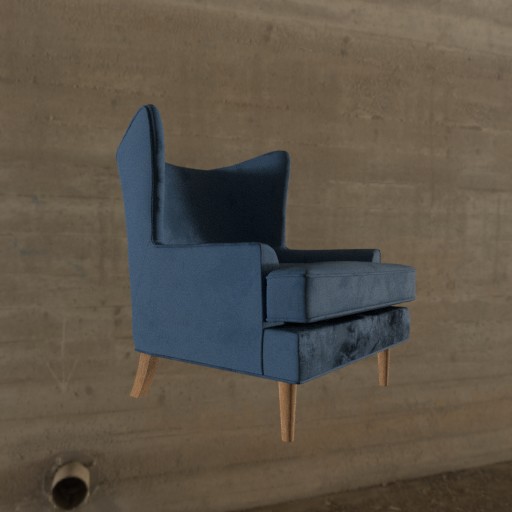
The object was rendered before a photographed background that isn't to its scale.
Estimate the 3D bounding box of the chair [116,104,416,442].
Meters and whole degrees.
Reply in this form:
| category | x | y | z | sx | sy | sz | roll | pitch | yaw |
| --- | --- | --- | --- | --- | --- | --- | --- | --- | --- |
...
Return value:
| category | x | y | z | sx | sy | sz | roll | pitch | yaw |
| --- | --- | --- | --- | --- | --- | --- | --- | --- | --- |
| chair | 0.000 | 0.000 | 1.600 | 0.910 | 0.952 | 0.793 | -1 | -1 | 38 |
